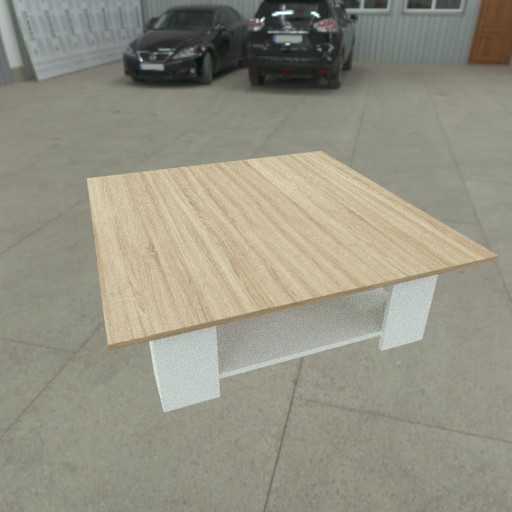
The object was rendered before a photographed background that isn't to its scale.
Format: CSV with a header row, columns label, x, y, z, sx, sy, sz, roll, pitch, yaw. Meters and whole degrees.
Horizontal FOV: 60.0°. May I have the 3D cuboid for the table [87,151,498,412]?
label,x,y,z,sx,sy,sz,roll,pitch,yaw
table,0.000,0.000,1.350,0.890,0.305,0.890,-11,32,-18
